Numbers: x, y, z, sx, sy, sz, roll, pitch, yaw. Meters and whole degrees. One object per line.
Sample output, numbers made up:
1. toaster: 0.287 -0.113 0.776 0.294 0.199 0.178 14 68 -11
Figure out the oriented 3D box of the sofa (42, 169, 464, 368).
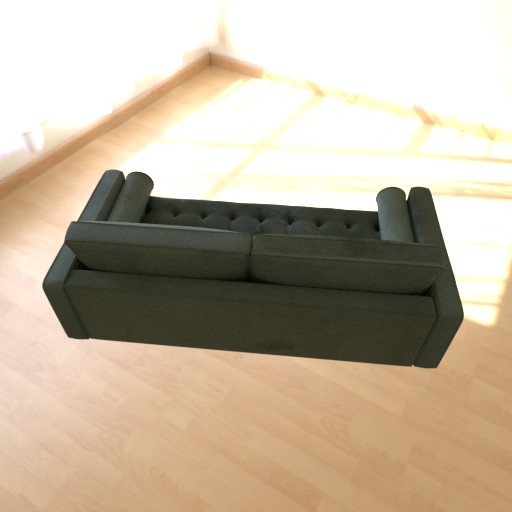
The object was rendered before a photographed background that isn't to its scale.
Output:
1. sofa: 0.000 0.000 2.350 1.880 0.772 0.916 4 47 4
